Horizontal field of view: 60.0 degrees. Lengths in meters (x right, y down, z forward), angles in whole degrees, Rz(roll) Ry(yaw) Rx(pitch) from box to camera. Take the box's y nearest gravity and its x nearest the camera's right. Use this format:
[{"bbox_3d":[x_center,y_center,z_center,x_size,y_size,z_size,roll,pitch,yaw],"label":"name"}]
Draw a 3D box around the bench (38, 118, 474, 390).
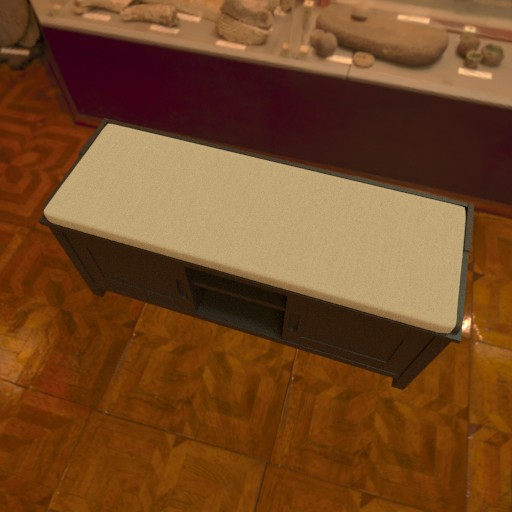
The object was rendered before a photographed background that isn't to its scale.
[{"bbox_3d":[0.000,0.000,1.405,1.140,0.501,0.398,15,59,10],"label":"bench"}]
